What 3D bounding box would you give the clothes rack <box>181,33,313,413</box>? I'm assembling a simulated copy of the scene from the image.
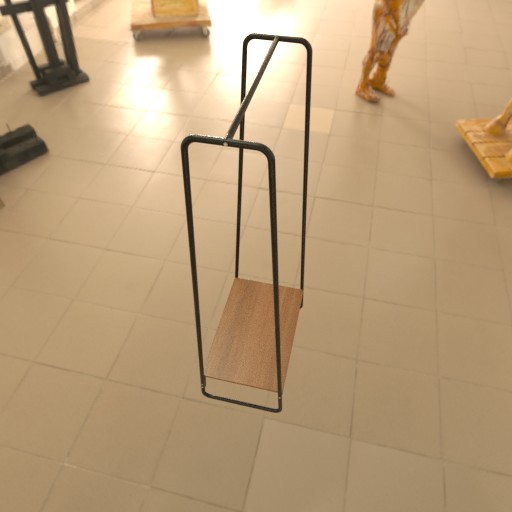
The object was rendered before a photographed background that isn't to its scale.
[{"bbox_3d":[0.000,0.000,1.814,0.400,1.500,0.640,10,49,9],"label":"clothes rack"}]
